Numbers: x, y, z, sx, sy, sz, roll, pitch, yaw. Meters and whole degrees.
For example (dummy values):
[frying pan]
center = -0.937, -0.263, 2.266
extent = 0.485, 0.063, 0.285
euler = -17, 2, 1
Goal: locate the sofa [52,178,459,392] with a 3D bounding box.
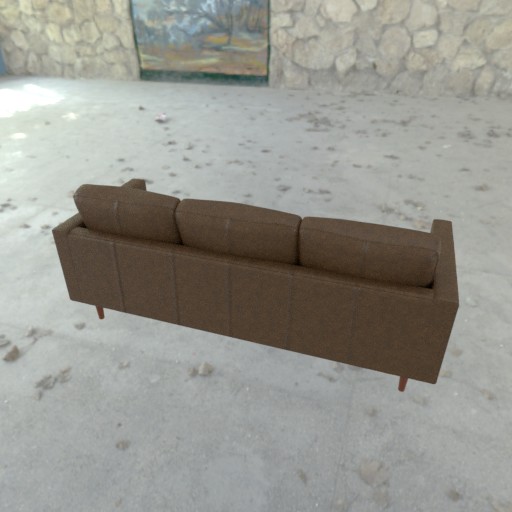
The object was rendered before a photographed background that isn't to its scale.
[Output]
[sofa]
center = 0.000, 0.000, 2.765
extent = 2.231, 0.930, 0.903
euler = 10, 32, 16
